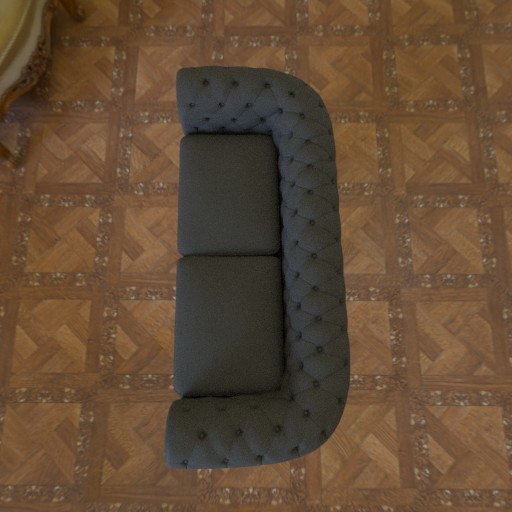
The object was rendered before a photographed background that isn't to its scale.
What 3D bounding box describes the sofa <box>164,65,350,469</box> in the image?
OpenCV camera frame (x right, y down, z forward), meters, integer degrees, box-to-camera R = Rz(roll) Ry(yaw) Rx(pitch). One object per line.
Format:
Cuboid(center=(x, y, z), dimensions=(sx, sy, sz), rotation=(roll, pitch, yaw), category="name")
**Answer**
Cuboid(center=(0.000, 0.000, 2.793), dimensions=(0.991, 0.762, 2.362), rotation=(-1, 75, 0), category="sofa")
